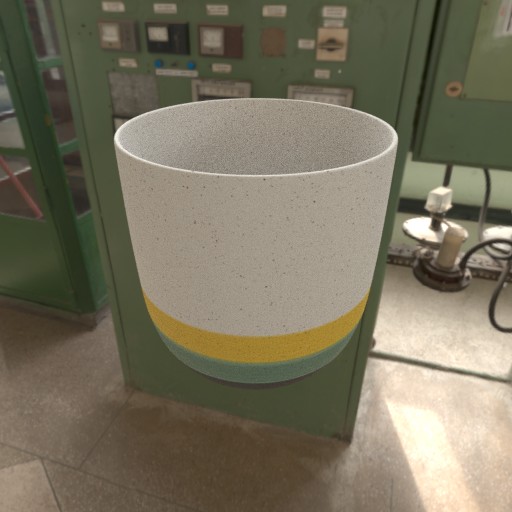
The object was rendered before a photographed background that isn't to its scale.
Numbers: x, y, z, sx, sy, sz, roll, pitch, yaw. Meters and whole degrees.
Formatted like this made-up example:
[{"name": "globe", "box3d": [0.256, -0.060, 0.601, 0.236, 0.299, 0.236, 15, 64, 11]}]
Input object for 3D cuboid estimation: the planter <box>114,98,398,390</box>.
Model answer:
[{"name": "planter", "box3d": [0.000, 0.000, 0.369, 0.195, 0.214, 0.195, 0, 31, 0]}]
